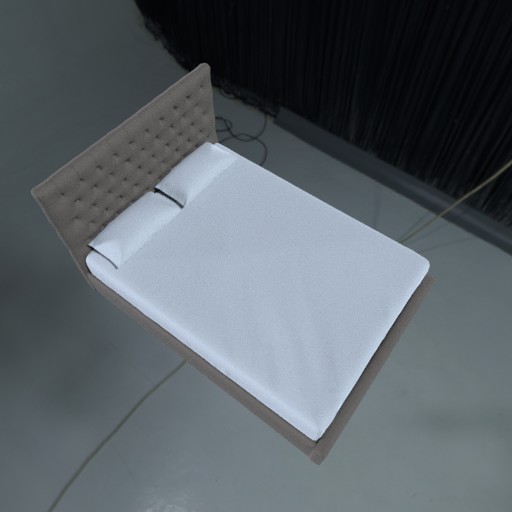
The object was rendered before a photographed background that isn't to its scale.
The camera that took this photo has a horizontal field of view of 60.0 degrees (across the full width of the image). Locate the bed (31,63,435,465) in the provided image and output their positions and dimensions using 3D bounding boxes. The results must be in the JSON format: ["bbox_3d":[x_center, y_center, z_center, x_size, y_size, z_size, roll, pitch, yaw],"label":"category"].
[{"bbox_3d":[0.000,0.000,3.369,2.387,1.427,1.698,33,63,19],"label":"bed"}]
